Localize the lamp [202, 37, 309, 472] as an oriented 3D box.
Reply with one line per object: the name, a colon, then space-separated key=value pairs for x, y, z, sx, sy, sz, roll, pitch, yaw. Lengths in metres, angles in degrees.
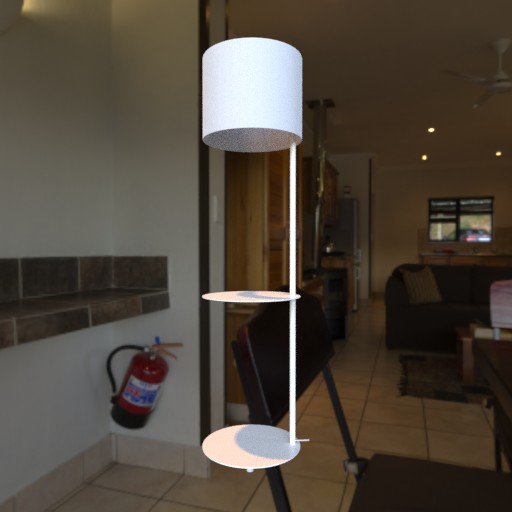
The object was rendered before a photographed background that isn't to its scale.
lamp: x=0.000 y=0.000 z=1.676 sx=0.405 sy=1.465 sz=0.372 roll=0 pitch=1 yaw=0
